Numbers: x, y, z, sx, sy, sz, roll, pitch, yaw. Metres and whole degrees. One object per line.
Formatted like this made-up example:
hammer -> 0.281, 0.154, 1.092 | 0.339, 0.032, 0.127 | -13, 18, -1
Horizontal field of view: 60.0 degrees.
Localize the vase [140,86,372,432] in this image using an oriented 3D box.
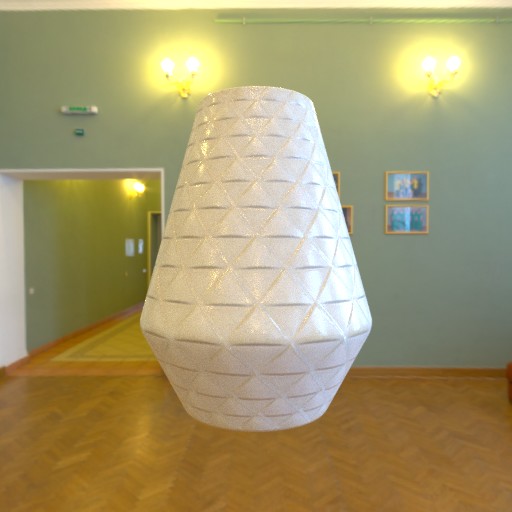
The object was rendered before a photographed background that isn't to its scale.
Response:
vase -> 0.000, 0.000, 0.344 | 0.175, 0.230, 0.175 | 0, 1, 0
